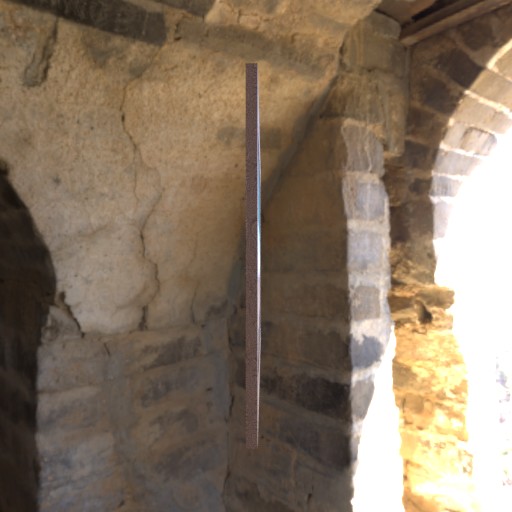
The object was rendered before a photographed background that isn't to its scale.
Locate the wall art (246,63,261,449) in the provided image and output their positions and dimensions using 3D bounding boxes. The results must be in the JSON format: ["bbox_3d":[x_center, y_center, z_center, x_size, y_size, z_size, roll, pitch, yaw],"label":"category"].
[{"bbox_3d":[0.000,0.000,1.179,0.019,0.626,0.917,0,0,1],"label":"wall art"}]
